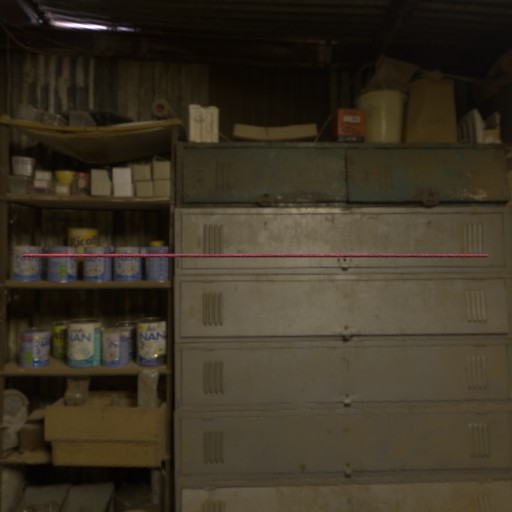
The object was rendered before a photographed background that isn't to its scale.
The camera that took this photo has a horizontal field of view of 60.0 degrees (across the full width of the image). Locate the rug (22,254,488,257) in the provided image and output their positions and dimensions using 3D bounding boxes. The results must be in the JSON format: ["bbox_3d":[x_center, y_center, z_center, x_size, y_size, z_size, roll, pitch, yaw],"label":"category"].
[{"bbox_3d":[0.000,0.000,2.717,2.439,0.018,0.813,0,0,-1],"label":"rug"}]
